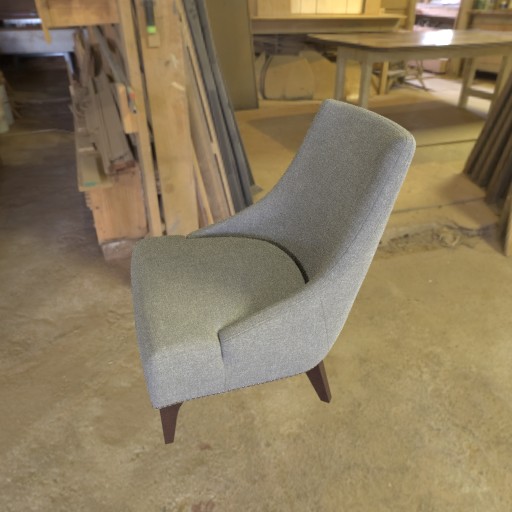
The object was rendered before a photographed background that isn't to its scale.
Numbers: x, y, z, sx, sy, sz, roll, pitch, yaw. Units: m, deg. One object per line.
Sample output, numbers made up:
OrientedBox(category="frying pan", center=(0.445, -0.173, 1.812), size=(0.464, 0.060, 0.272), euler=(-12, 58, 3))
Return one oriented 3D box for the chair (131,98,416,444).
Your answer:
OrientedBox(category="chair", center=(0.000, 0.000, 1.533), size=(0.861, 0.909, 0.701), euler=(-9, 32, -14))
